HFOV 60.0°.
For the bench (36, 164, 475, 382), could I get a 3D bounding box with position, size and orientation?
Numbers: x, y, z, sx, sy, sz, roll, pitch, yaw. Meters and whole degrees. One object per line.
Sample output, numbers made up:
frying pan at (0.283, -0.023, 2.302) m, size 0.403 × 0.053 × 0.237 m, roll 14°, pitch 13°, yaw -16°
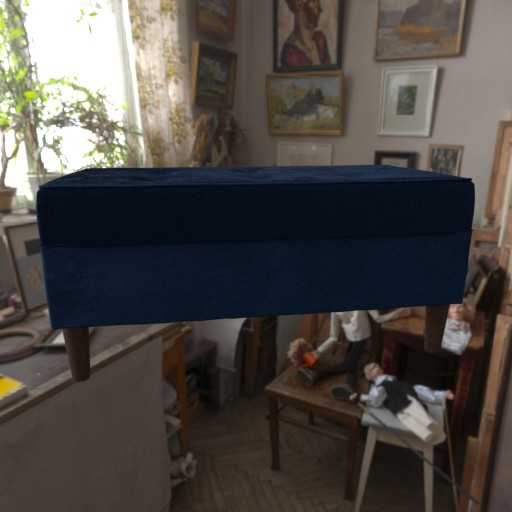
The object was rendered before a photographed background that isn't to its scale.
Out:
bench at (0.000, 0.000, 1.255) m, size 1.010 × 0.467 × 0.489 m, roll -2°, pitch 16°, yaw -9°
